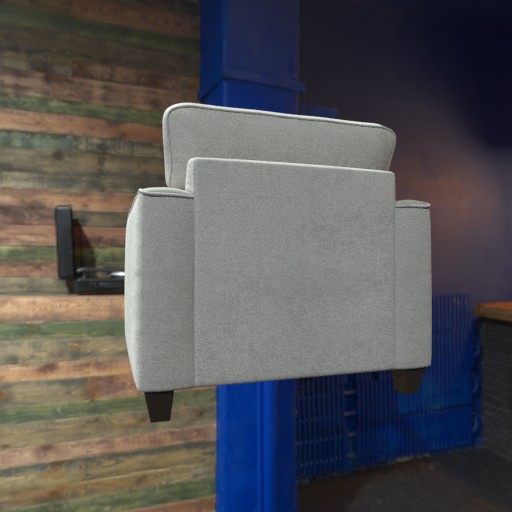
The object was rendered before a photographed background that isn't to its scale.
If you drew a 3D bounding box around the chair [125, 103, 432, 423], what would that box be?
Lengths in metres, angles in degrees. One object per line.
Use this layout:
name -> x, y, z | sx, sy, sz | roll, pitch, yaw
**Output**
chair -> 0.000, 0.000, 1.813 | 1.015, 0.965, 0.939 | 0, -1, -18
